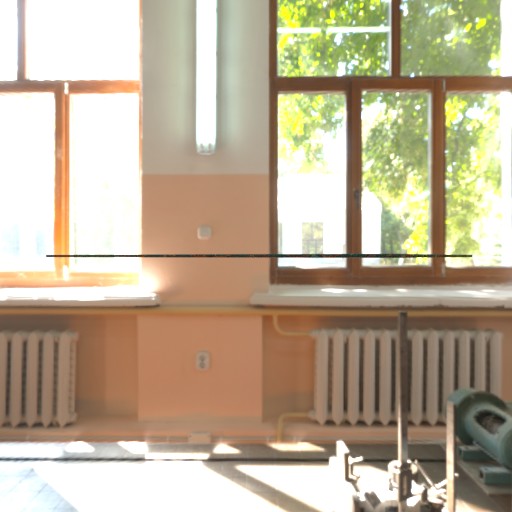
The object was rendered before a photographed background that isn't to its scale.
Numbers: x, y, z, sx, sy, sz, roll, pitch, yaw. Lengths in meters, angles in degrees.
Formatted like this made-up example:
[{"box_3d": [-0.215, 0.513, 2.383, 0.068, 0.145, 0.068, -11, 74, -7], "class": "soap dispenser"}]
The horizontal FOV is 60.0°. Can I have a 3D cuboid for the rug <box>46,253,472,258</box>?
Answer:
[{"box_3d": [0.000, 0.000, 2.850, 2.290, 0.016, 1.527, 0, 0, 35], "class": "rug"}]
